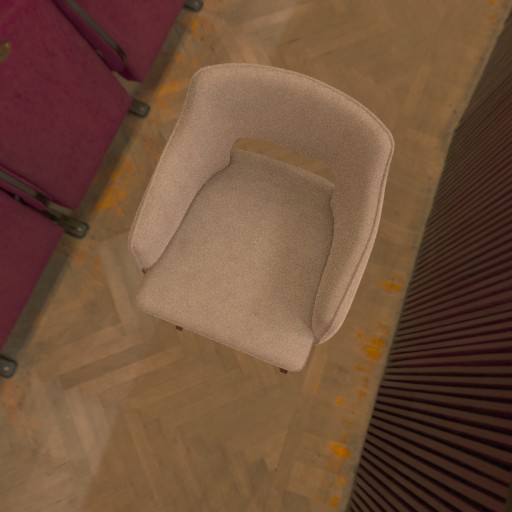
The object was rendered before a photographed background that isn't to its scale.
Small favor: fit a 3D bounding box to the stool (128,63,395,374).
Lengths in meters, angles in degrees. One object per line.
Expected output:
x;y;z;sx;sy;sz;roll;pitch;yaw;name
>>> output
0.000;0.000;1.321;0.548;1.012;0.558;21;76;6;stool
